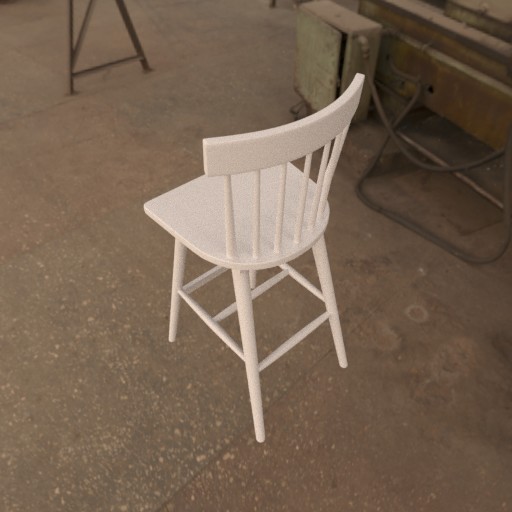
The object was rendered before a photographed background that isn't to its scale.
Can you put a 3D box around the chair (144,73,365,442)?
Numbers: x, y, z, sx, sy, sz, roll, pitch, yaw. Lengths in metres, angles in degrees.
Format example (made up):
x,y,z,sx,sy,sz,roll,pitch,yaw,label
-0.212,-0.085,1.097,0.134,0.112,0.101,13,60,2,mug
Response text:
x,y,z,sx,sy,sz,roll,pitch,yaw,label
0.000,0.000,1.394,0.483,1.092,0.572,-32,53,-28,chair
